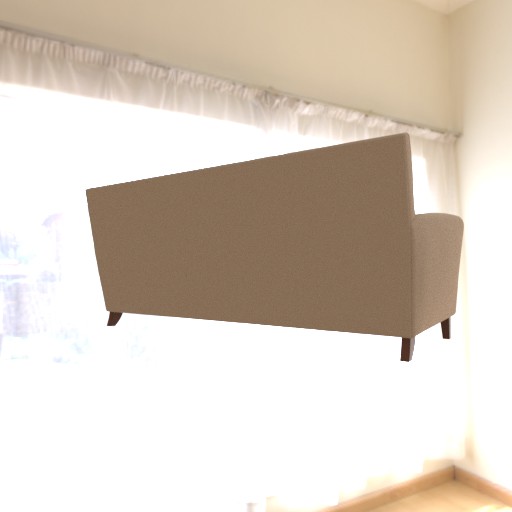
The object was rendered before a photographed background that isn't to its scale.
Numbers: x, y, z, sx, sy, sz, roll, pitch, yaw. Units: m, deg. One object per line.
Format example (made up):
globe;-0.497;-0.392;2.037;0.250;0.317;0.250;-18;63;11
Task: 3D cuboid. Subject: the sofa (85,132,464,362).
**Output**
sofa;0.000;0.000;2.453;2.000;0.846;0.875;-1;-2;35
